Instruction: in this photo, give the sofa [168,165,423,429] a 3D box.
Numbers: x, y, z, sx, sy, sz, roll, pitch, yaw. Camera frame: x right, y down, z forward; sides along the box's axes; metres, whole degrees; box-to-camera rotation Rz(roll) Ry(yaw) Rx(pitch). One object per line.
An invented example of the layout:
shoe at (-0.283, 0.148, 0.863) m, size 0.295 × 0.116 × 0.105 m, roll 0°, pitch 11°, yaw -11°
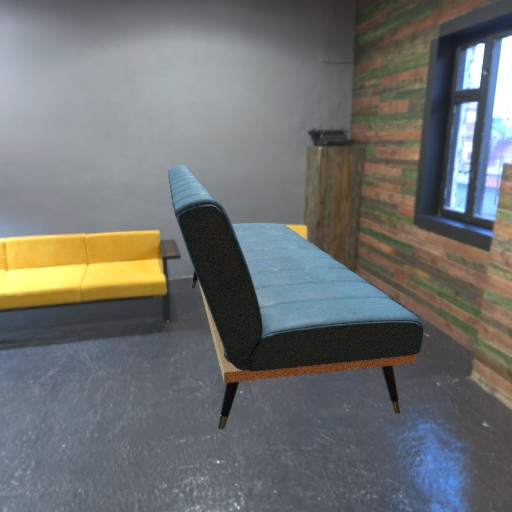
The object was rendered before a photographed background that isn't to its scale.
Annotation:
sofa at (0.000, 0.000, 2.265) m, size 0.830 × 0.825 × 1.810 m, roll -3°, pitch 15°, yaw -11°
